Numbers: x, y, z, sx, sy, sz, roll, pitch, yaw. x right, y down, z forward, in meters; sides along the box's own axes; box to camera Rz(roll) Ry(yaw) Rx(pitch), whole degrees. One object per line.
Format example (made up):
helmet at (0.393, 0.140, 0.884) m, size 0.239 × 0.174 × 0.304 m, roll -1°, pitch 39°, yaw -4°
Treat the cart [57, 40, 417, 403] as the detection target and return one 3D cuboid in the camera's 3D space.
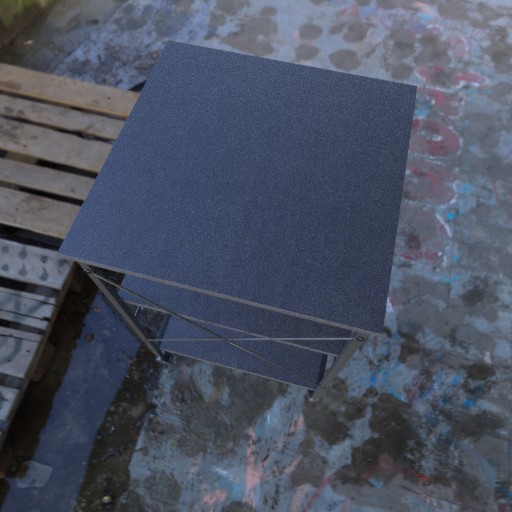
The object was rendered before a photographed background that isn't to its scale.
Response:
cart at (0.000, 0.000, 1.131) m, size 0.521 × 0.762 × 0.520 m, roll 13°, pitch 64°, yaw 7°
